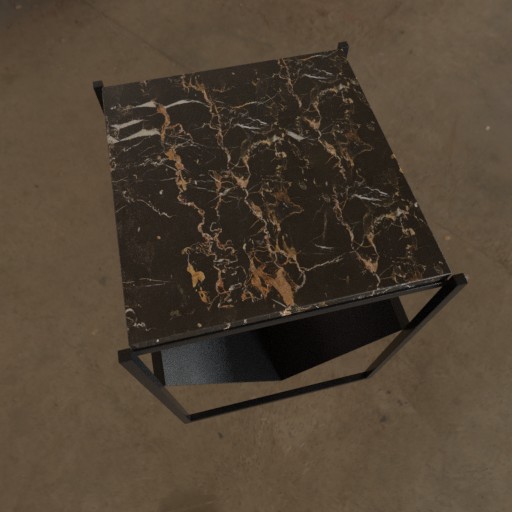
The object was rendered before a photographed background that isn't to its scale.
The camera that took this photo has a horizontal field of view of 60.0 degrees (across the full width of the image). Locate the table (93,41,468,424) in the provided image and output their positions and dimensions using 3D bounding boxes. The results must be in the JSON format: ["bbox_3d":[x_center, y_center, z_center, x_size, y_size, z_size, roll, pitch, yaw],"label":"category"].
[{"bbox_3d":[0.000,0.000,0.868,0.432,0.534,0.469,-12,63,-6],"label":"table"}]
